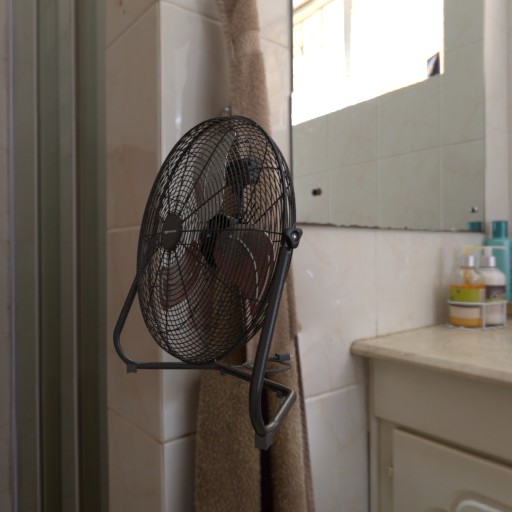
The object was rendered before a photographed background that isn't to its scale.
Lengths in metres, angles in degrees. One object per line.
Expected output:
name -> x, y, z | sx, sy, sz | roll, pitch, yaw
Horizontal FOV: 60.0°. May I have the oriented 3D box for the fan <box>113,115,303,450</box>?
fan -> 0.000, 0.000, 0.942 | 0.424, 0.546, 0.555 | 0, 0, -37
